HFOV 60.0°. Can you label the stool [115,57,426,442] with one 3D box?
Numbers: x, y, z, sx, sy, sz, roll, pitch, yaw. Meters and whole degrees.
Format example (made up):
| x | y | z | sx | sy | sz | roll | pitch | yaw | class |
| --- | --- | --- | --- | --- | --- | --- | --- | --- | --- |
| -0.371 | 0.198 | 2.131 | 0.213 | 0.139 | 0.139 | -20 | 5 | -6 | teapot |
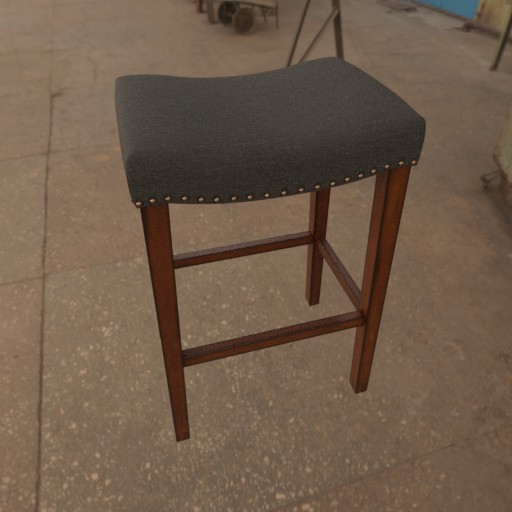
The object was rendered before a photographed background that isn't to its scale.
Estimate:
| x | y | z | sx | sy | sz | roll | pitch | yaw | class |
| --- | --- | --- | --- | --- | --- | --- | --- | --- | --- |
| 0.000 | 0.000 | 1.007 | 0.502 | 0.760 | 0.366 | -11 | 41 | -12 | stool |
